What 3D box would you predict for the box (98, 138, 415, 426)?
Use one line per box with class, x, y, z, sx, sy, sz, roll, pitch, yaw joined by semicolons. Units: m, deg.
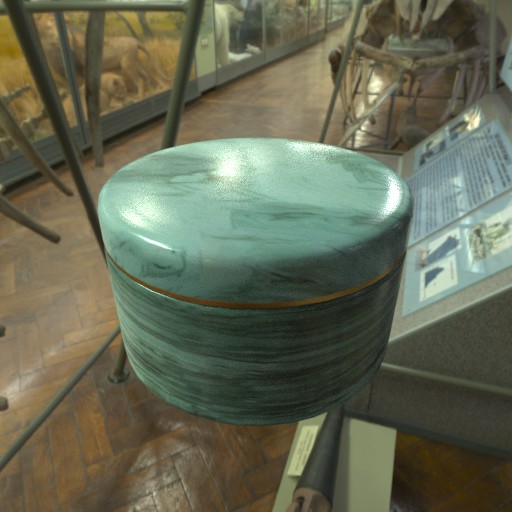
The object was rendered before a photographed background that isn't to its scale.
box;0.000;0.000;0.161;0.101;0.063;0.101;0;31;0
